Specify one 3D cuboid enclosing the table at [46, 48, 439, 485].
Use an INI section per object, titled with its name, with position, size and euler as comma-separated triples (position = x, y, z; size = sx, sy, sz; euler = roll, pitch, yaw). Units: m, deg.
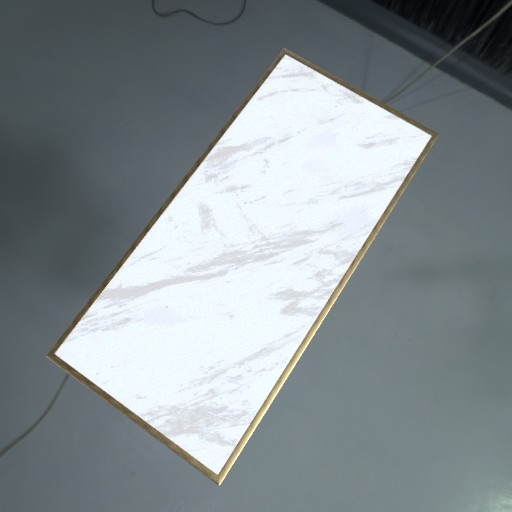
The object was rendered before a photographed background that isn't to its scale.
[table]
position = 0.000, 0.000, 1.485
size = 0.577, 0.405, 1.197
euler = 33, 77, 8
